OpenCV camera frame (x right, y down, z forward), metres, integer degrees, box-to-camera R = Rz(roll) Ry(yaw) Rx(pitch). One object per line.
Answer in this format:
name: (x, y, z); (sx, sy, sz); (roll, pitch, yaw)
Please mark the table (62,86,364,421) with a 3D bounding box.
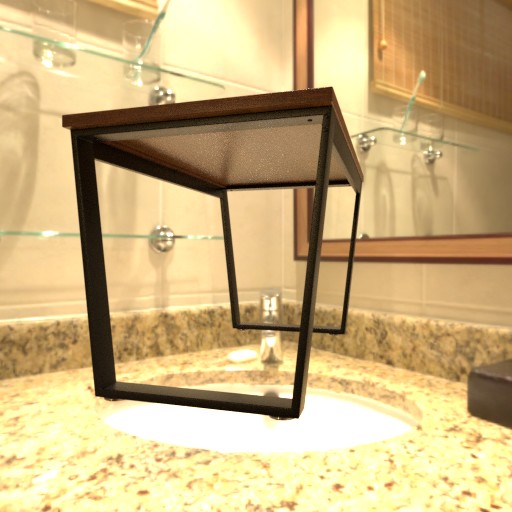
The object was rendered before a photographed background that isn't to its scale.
table: (0.000, 0.000, 1.654); (0.714, 0.760, 1.205); (0, 1, 17)
